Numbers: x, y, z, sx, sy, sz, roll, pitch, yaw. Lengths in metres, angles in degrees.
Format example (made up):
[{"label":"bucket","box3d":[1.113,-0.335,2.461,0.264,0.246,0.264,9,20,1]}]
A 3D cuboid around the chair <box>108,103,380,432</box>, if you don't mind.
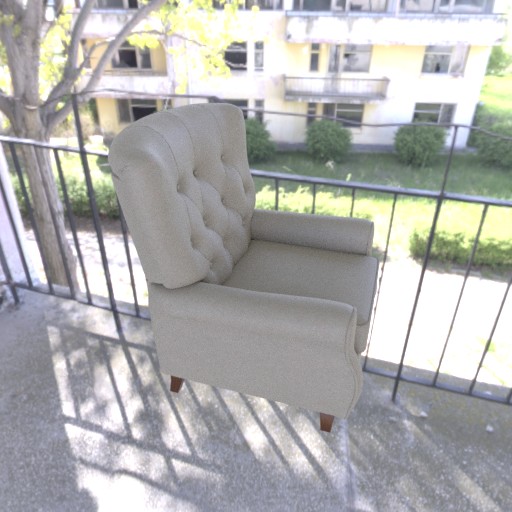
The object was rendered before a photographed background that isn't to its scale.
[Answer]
[{"label":"chair","box3d":[0.000,0.000,1.938,1.059,1.158,0.943,9,31,16]}]
